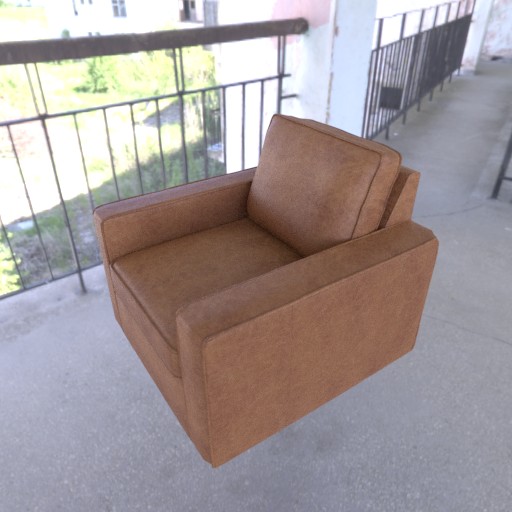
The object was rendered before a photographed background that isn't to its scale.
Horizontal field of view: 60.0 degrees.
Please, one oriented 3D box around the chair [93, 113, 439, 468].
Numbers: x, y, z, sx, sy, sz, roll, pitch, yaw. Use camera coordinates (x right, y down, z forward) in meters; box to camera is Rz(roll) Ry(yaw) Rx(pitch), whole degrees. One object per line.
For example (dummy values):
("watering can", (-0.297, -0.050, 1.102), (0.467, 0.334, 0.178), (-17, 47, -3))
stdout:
("chair", (0.000, 0.000, 1.747), (1.027, 0.901, 0.987), (-22, 38, -31))
